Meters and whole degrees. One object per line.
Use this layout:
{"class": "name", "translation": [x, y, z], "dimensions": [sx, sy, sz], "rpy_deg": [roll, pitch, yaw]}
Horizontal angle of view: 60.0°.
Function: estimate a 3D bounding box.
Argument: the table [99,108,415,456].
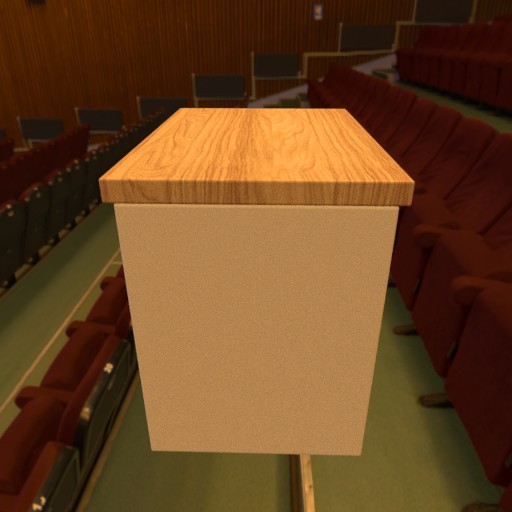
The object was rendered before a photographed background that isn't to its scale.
{"class": "table", "translation": [0.000, 0.000, 0.806], "dimensions": [0.360, 0.440, 0.500], "rpy_deg": [1, 27, 1]}
